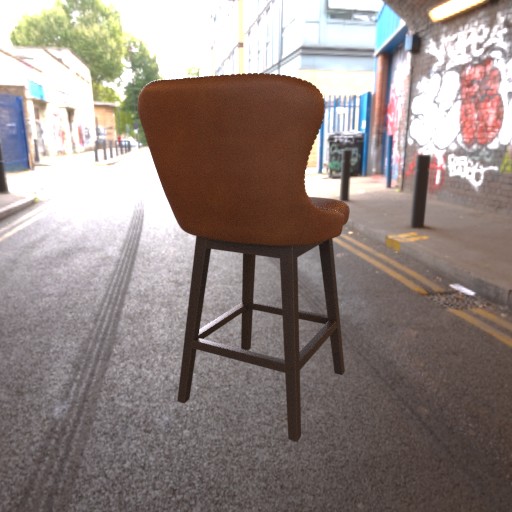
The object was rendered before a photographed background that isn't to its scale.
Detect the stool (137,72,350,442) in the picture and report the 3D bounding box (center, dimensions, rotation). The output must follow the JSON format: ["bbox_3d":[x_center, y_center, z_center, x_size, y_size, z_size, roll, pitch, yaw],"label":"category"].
[{"bbox_3d":[0.000,0.000,1.358,0.528,0.971,0.593,8,17,27],"label":"stool"}]
